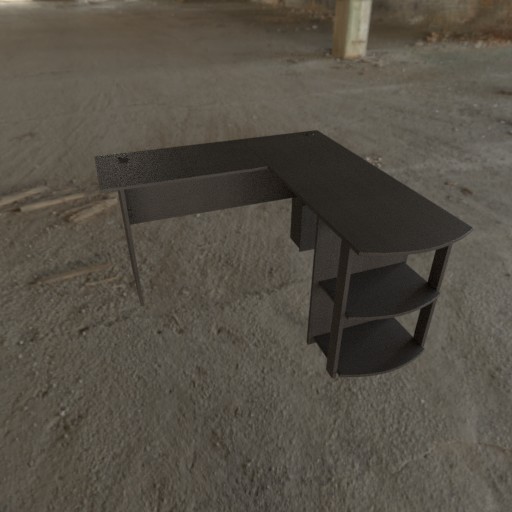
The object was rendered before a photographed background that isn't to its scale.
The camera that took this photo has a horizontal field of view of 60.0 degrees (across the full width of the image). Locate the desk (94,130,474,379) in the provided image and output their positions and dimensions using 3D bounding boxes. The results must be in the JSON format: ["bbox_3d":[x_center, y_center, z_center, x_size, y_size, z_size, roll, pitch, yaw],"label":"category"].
[{"bbox_3d":[0.000,0.000,2.169,1.303,0.716,1.361,-11,35,-17],"label":"desk"}]
